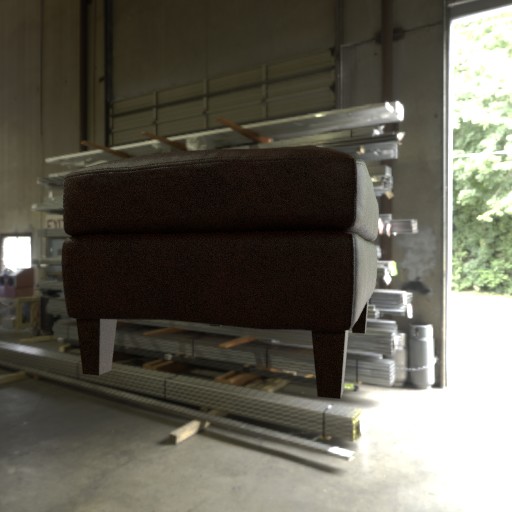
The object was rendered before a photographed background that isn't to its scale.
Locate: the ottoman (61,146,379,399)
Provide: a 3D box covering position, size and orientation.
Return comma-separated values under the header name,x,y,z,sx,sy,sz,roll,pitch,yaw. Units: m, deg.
name,x,y,z,sx,sy,sz,roll,pitch,yaw
ottoman,0.000,0.000,1.263,0.659,0.527,0.887,0,0,17
